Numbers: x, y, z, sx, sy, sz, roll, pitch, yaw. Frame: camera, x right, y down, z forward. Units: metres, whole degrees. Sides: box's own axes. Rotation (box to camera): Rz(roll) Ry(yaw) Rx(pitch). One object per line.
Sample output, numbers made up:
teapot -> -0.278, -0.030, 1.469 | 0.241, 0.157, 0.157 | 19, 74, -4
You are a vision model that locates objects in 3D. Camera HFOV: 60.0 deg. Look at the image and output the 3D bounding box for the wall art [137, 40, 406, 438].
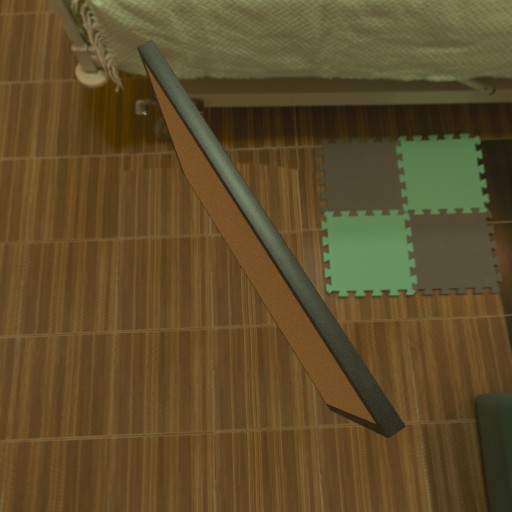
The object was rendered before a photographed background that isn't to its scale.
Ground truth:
wall art -> 0.000, 0.000, 1.139 | 0.038, 0.612, 0.912 | -31, 77, -8
